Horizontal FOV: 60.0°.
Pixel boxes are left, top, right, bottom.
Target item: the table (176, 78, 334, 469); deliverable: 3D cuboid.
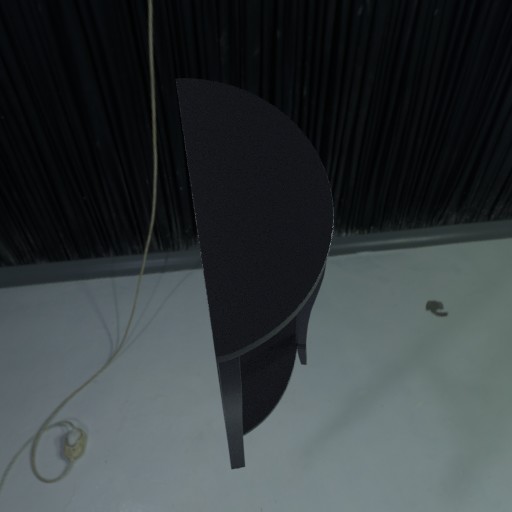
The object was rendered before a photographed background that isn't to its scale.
[{"bbox_3d":[0.000,0.000,1.595,0.394,0.780,1.219,-8,48,-7],"label":"table"}]
